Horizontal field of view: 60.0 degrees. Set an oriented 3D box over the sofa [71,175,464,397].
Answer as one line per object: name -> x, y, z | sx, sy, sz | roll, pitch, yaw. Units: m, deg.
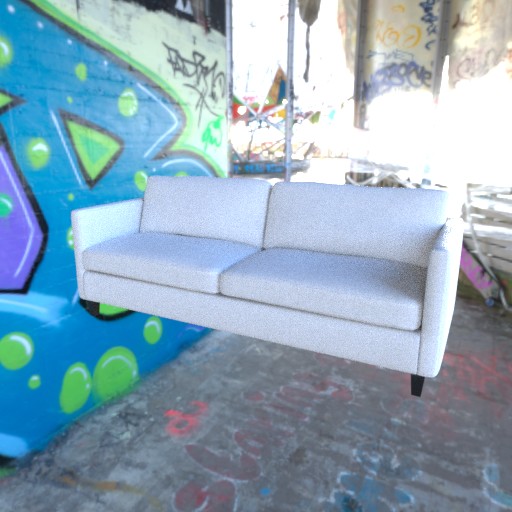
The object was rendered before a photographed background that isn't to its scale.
sofa -> 0.000, 0.000, 2.946 | 2.434, 0.965, 0.948 | 8, 17, 26
